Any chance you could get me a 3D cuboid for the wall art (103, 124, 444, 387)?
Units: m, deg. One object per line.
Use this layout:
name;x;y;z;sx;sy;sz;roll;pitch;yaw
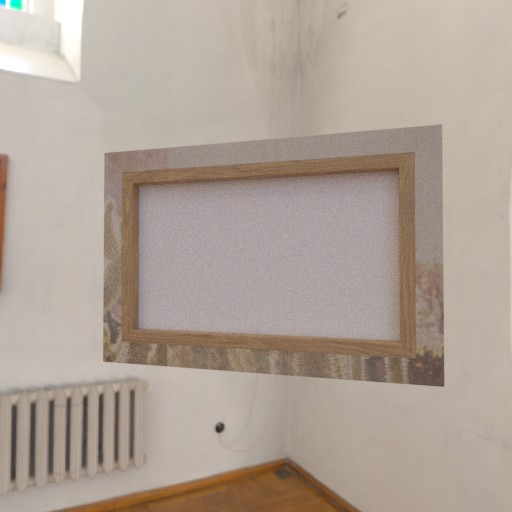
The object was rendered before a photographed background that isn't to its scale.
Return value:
wall art;0.000;0.000;1.175;0.916;0.608;0.040;0;-1;17
